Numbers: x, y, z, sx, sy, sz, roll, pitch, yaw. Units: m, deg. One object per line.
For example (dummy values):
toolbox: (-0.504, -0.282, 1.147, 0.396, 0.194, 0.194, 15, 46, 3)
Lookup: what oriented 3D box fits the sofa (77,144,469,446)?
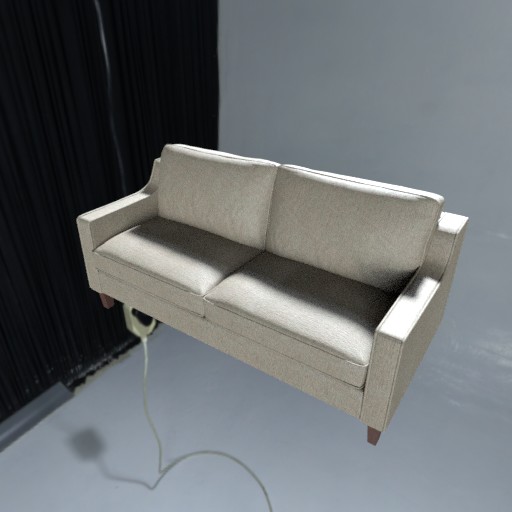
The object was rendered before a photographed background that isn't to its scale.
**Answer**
sofa: (0.000, 0.000, 2.805, 2.181, 1.074, 1.073, 19, 35, 29)
